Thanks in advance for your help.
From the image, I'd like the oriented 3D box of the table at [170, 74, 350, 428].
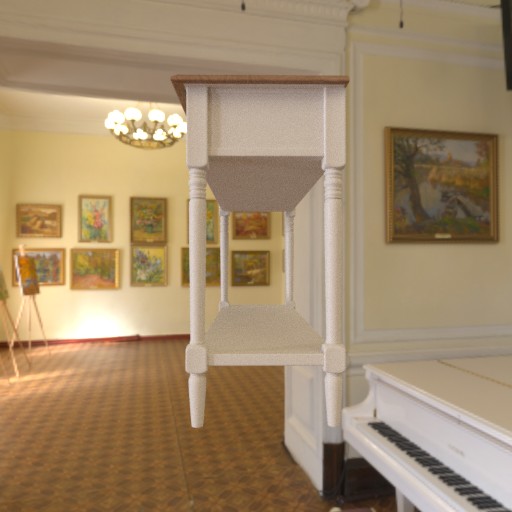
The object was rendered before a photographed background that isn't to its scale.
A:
[{"bbox_3d":[0.000,0.000,1.590,0.399,0.800,1.219,0,-1,-1],"label":"table"}]
